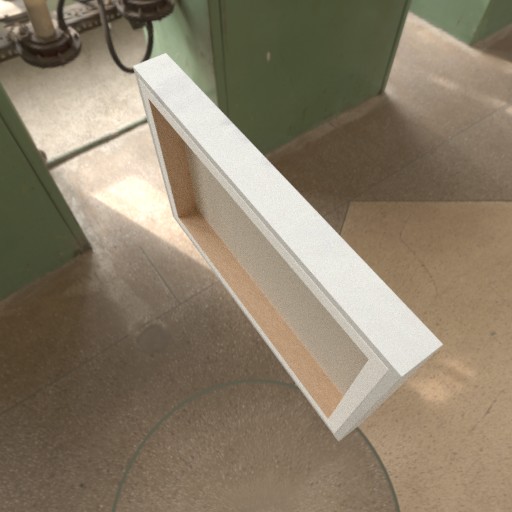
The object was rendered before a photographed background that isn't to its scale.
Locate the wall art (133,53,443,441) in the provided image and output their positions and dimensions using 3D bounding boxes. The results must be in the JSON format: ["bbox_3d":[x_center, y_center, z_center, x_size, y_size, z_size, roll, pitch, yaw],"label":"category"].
[{"bbox_3d":[0.000,0.000,0.477,0.038,0.254,0.381,-31,63,-17],"label":"wall art"}]
